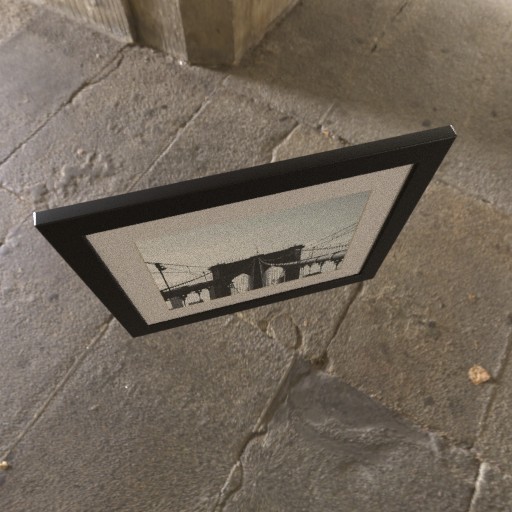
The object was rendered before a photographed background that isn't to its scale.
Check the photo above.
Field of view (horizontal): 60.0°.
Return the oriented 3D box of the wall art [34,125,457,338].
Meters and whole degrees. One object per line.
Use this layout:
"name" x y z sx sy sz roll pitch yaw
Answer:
"wall art" 0.000 0.000 0.733 0.521 0.450 0.018 -13 64 -6
